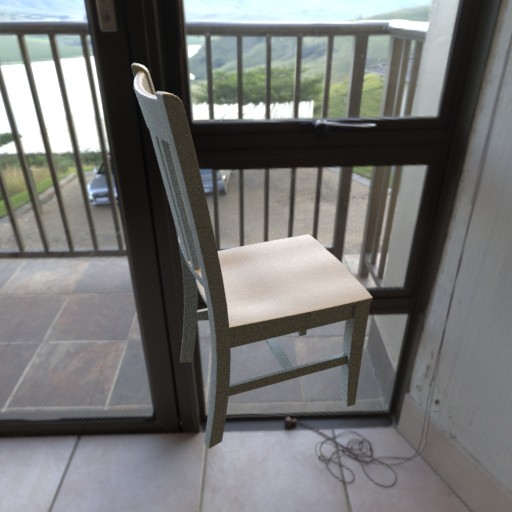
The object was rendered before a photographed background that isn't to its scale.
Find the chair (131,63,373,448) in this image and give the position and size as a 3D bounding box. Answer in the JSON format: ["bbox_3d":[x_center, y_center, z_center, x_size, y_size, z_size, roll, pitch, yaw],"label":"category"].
[{"bbox_3d":[0.000,0.000,1.277,0.555,0.998,0.450,-10,32,-17],"label":"chair"}]
